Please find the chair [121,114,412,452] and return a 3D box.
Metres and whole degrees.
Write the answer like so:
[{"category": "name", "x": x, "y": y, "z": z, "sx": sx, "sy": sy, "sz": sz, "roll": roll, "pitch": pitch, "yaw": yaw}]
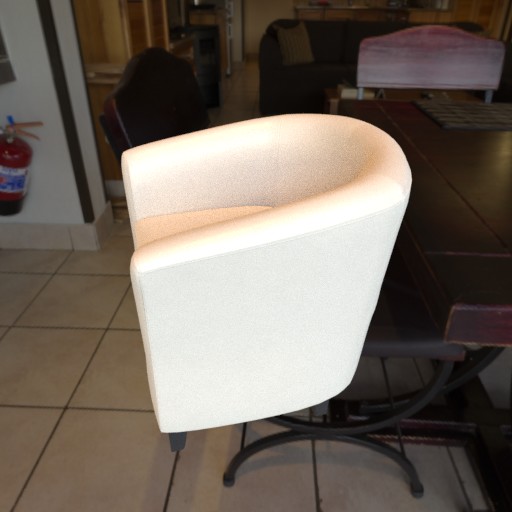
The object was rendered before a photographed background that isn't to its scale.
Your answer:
[{"category": "chair", "x": 0.000, "y": 0.000, "z": 1.361, "sx": 0.727, "sy": 0.756, "sz": 0.792, "roll": -8, "pitch": 31, "yaw": -14}]
